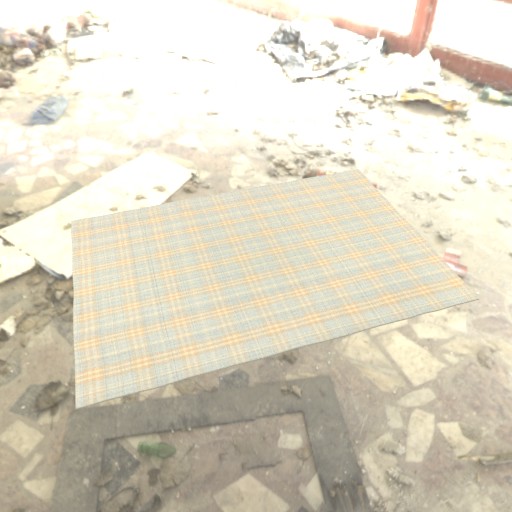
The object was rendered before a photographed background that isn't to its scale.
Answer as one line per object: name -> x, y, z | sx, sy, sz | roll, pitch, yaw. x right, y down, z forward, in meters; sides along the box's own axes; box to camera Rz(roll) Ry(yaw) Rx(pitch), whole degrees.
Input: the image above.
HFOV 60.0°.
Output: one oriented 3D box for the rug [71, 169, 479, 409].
rug -> 0.000, 0.000, 2.316 | 1.835, 0.012, 1.231 | -12, 44, -13
